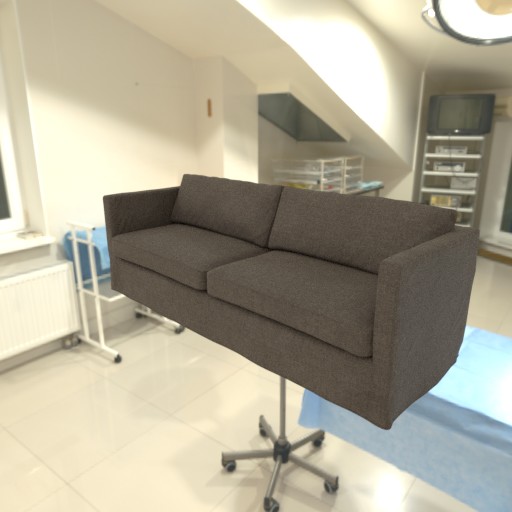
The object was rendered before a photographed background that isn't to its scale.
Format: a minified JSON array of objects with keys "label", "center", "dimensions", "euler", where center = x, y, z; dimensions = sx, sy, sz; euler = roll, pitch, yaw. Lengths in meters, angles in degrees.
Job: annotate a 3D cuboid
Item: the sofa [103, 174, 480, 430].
[{"label":"sofa","center":[0.000,0.000,3.290],"dimensions":[2.779,0.998,1.036],"euler":[16,23,42]}]
